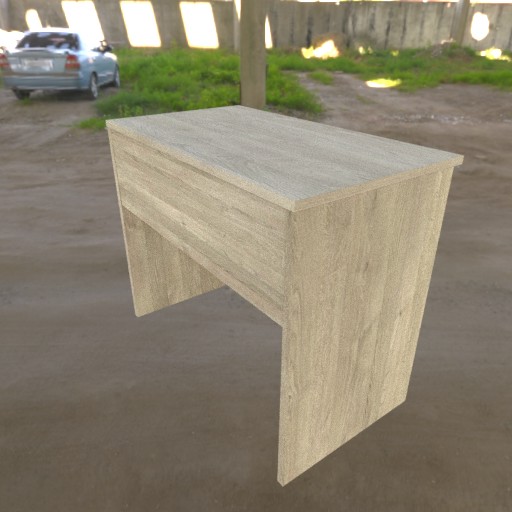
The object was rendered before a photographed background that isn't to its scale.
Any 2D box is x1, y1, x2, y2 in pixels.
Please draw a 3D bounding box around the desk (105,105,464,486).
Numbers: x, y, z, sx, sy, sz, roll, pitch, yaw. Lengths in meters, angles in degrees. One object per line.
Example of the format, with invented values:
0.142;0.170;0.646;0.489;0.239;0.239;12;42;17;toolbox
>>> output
0.000;0.000;1.344;0.498;0.724;0.893;-19;33;-32;desk
